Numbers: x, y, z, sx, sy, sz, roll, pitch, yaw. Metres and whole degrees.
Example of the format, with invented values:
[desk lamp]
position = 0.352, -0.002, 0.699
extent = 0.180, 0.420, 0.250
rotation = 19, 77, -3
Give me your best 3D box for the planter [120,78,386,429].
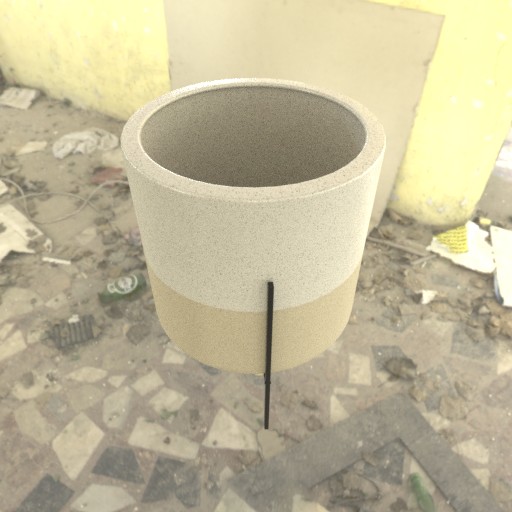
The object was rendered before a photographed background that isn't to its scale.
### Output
[planter]
position = 0.000, 0.000, 0.768
extent = 0.368, 0.484, 0.359
rotation = -27, 48, -27
